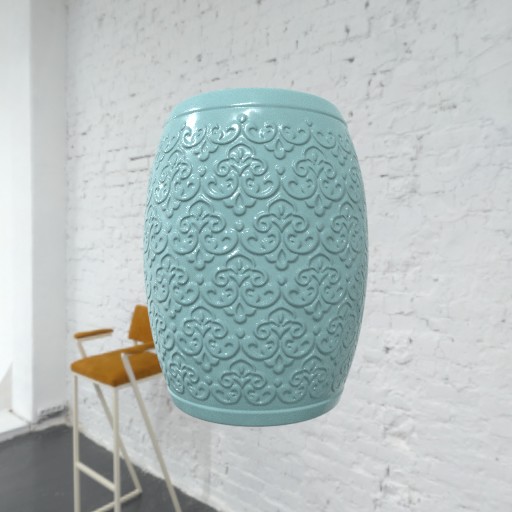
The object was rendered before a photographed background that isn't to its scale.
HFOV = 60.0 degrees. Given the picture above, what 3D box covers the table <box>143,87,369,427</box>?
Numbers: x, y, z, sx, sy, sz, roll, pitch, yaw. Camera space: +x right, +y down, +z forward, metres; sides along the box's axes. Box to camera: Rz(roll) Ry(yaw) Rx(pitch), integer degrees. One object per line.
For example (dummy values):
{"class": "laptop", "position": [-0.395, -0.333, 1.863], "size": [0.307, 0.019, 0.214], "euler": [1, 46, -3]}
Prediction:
{"class": "table", "position": [0.000, 0.000, 0.627], "size": [0.309, 0.397, 0.309], "euler": [0, 2, 0]}
